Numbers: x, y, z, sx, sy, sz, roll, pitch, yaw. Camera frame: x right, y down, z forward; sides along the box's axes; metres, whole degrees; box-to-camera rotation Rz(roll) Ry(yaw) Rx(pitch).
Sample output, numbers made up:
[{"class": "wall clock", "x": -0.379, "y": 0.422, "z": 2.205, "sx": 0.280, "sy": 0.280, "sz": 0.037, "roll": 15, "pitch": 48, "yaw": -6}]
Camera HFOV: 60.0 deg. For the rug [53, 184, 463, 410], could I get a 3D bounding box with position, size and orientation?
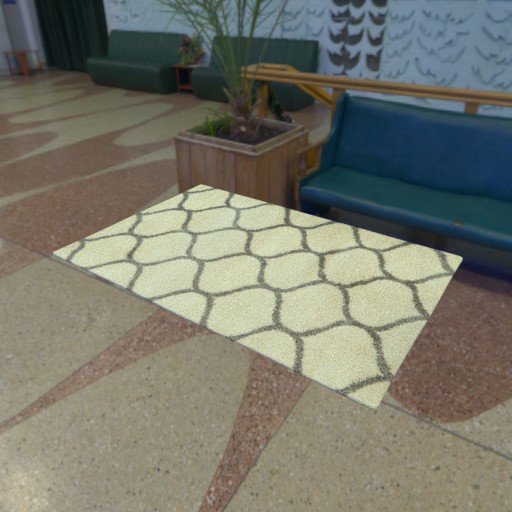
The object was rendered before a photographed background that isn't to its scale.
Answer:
[{"class": "rug", "x": 0.000, "y": 0.000, "z": 3.492, "sx": 2.701, "sy": 0.026, "sz": 1.801, "roll": 20, "pitch": 36, "yaw": 30}]
